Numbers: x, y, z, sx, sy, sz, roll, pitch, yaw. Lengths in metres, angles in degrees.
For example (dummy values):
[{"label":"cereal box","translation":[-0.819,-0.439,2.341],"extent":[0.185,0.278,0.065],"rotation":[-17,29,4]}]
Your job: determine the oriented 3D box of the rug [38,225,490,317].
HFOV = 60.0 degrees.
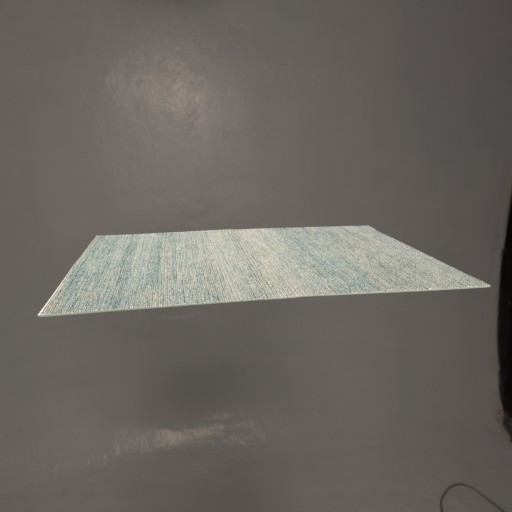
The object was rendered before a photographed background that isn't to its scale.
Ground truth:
[{"label":"rug","translation":[0.000,0.000,5.224],"extent":[4.078,0.052,2.802],"rotation":[-3,16,-9]}]
